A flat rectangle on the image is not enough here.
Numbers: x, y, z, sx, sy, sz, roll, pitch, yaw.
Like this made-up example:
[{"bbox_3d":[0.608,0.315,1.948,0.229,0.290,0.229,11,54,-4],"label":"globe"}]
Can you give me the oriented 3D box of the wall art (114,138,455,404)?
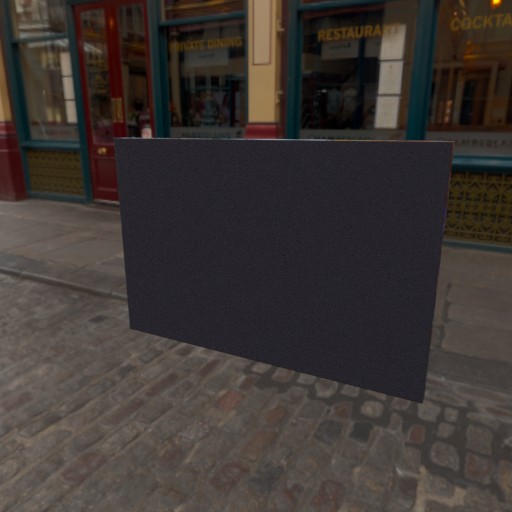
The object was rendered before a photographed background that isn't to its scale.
[{"bbox_3d":[0.000,0.000,1.186,0.908,0.604,0.037,8,18,26],"label":"wall art"}]
